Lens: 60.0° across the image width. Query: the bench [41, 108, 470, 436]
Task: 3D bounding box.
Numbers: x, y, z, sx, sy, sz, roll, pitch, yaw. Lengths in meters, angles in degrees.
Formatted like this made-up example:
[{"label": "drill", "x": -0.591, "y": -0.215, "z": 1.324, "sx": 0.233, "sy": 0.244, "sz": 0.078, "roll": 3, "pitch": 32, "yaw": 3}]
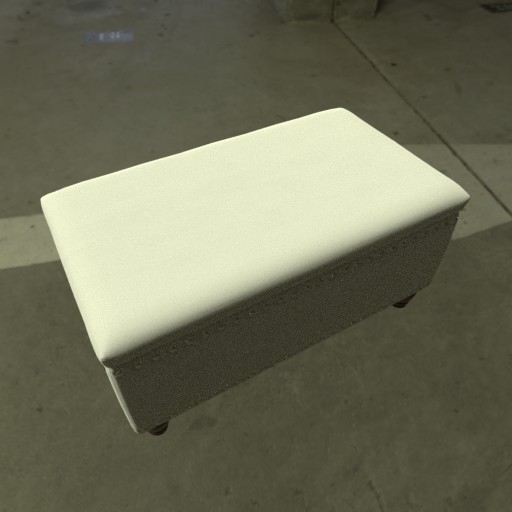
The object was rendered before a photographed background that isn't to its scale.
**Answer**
[{"label": "bench", "x": 0.000, "y": 0.000, "z": 1.176, "sx": 0.887, "sy": 0.449, "sz": 0.500, "roll": -22, "pitch": 49, "yaw": -20}]
